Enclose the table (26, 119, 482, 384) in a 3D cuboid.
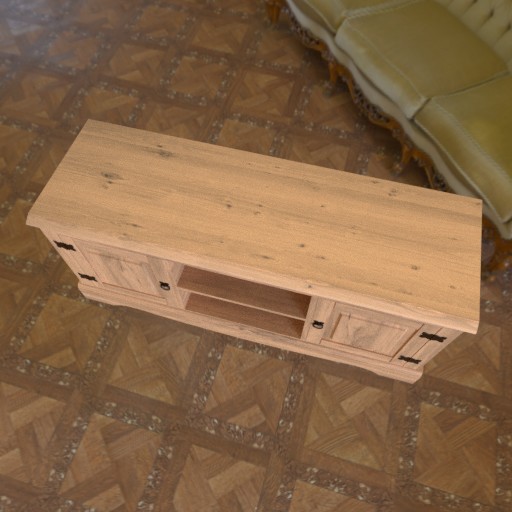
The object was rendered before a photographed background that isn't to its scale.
[{"bbox_3d":[0.000,0.000,1.441,1.200,0.510,0.400,13,61,7],"label":"table"}]
